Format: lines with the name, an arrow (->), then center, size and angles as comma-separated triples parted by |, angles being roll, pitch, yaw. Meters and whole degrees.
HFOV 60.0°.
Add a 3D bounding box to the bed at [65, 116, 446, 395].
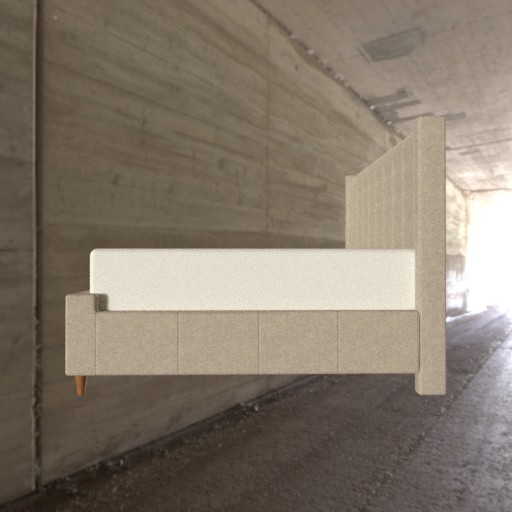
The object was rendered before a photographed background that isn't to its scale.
bed -> 0.000, 0.000, 3.738 | 2.370, 1.743, 2.045 | 0, 0, -1
